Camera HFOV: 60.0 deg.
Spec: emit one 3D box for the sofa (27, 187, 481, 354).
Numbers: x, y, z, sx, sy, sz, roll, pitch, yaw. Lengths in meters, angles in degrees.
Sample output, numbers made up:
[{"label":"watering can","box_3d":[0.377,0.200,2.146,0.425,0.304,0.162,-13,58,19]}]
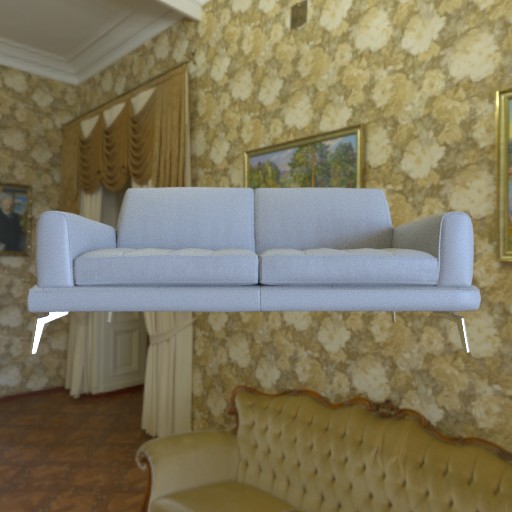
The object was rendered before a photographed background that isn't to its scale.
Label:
[{"label":"sofa","box_3d":[0.000,0.000,2.615,2.177,0.930,1.121,0,-1,-1]}]
